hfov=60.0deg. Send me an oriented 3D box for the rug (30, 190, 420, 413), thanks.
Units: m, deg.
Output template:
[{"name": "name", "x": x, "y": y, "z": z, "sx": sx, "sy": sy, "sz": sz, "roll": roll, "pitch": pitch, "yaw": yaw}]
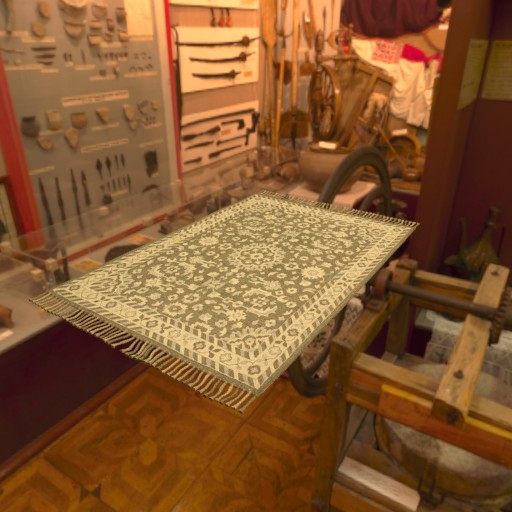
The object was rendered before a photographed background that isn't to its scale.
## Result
[{"name": "rug", "x": 0.000, "y": 0.000, "z": 3.042, "sx": 1.530, "sy": 0.025, "sz": 2.431, "roll": 17, "pitch": 31, "yaw": 30}]
